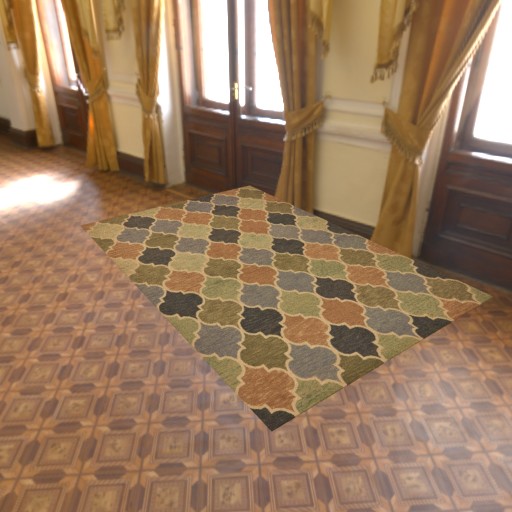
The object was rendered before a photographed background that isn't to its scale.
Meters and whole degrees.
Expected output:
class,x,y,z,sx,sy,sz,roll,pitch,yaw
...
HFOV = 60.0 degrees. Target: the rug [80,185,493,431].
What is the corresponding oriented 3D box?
class,x,y,z,sx,sy,sz,roll,pitch,yaw
rug,0.000,0.000,2.828,1.521,0.006,2.284,-19,33,-31
